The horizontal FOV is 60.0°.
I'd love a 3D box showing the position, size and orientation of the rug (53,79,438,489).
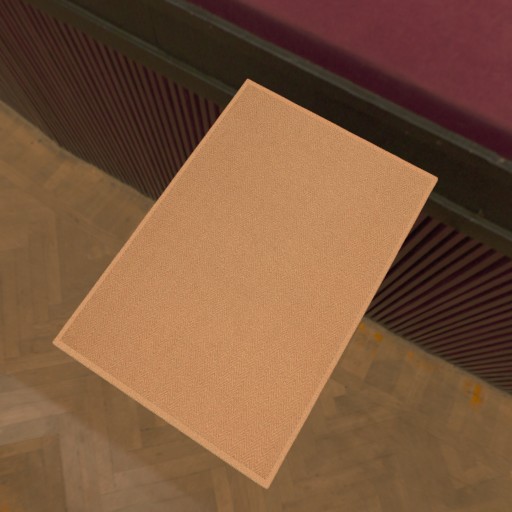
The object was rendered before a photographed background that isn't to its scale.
[{"bbox_3d":[0.000,0.000,2.849,1.532,0.017,2.244,31,76,9],"label":"rug"}]
